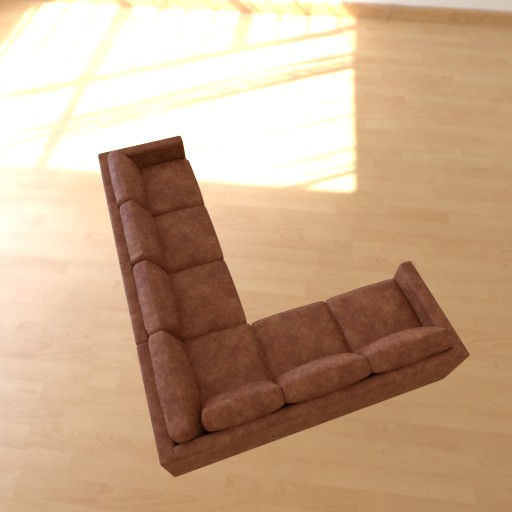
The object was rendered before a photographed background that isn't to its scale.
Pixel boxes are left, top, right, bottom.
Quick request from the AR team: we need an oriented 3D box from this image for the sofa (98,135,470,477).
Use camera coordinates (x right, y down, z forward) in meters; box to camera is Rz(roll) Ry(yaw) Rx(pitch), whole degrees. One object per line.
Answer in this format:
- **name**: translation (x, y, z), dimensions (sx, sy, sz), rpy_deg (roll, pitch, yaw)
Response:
- **sofa**: translation (0.000, 0.000, 4.249), dimensions (2.438, 0.838, 3.150), rpy_deg (-16, 58, -10)
